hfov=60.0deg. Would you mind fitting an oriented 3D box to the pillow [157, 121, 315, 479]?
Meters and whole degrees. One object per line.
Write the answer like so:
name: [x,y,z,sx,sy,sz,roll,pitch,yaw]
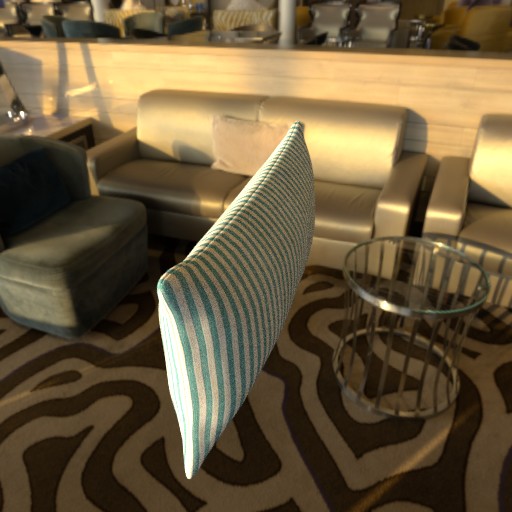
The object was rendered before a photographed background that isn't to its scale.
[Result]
pillow: [0.000,0.000,0.721,0.151,0.295,0.617,8,32,14]
